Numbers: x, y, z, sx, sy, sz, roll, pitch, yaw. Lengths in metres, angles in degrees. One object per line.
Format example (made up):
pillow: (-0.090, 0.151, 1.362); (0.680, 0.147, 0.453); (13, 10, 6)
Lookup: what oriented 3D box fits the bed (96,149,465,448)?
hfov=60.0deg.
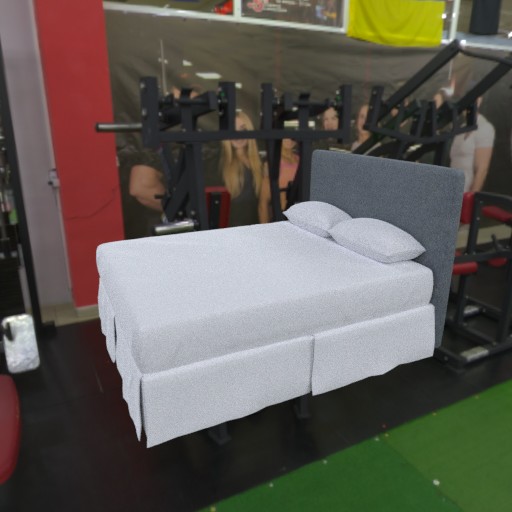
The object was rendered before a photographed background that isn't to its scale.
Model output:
bed: (0.000, 0.000, 3.221); (2.142, 1.330, 1.713); (-9, 20, -24)
